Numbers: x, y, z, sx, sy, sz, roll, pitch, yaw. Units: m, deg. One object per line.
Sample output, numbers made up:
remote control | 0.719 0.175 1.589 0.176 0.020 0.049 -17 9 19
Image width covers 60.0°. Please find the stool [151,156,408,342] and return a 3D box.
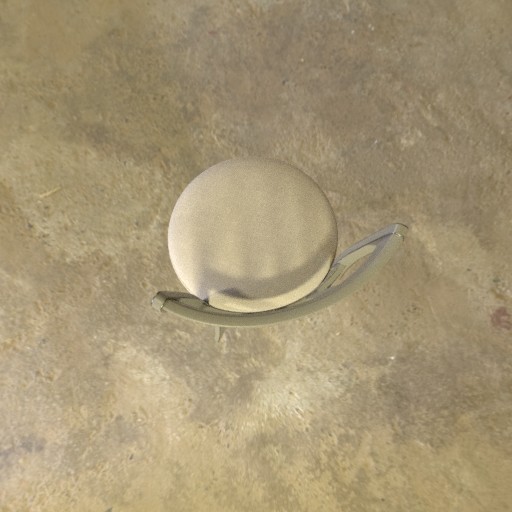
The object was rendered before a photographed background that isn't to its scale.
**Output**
stool | 0.000 0.000 1.244 0.450 0.994 0.486 -16 76 -4
